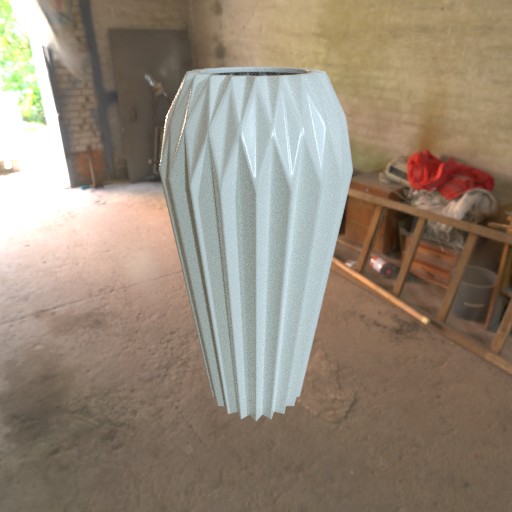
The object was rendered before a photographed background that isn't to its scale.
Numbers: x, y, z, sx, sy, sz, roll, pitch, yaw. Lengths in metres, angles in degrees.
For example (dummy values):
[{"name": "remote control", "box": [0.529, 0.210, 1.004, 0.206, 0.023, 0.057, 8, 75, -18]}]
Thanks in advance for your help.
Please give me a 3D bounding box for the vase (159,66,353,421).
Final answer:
[{"name": "vase", "box": [0.000, 0.000, 0.341, 0.133, 0.263, 0.133, 0, 27, 0]}]
